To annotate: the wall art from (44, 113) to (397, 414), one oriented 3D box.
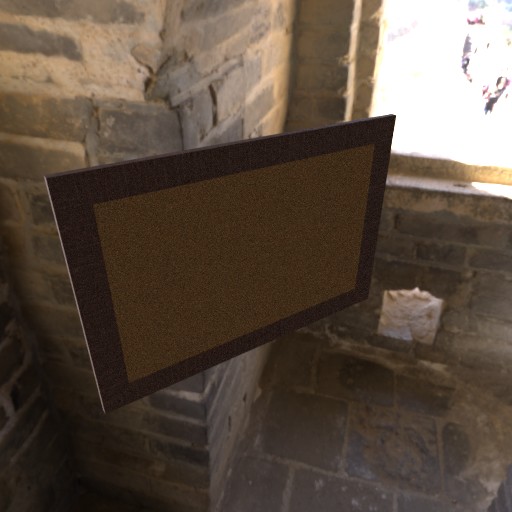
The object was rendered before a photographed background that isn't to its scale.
[{"bbox_3d":[0.000,0.000,1.181,0.917,0.626,0.019,-18,35,-28],"label":"wall art"}]
